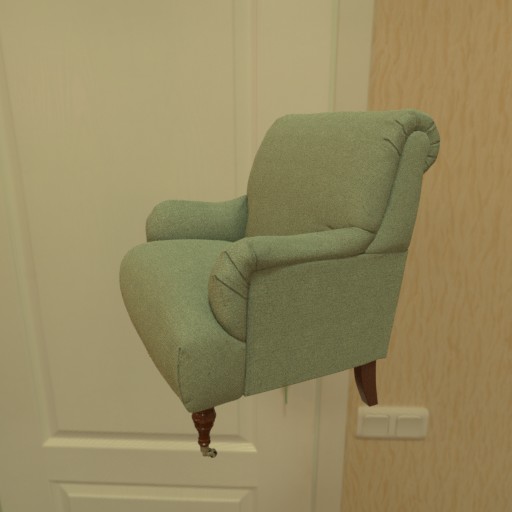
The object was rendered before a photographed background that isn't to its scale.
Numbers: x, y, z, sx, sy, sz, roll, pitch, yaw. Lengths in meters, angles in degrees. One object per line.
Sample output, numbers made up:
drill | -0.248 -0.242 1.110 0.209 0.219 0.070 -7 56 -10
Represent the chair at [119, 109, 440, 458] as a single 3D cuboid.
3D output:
chair | 0.000 0.000 1.885 1.060 1.178 0.964 -8 18 -25
